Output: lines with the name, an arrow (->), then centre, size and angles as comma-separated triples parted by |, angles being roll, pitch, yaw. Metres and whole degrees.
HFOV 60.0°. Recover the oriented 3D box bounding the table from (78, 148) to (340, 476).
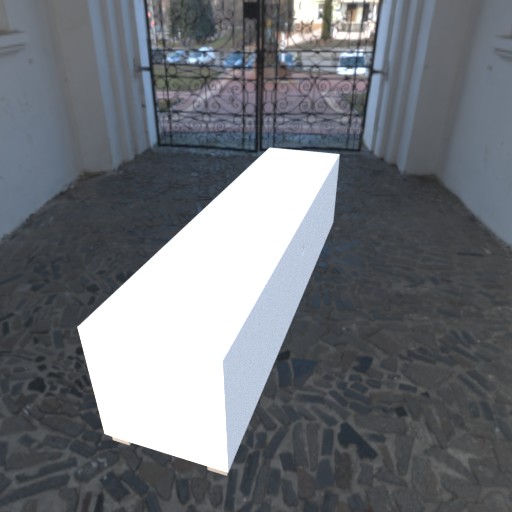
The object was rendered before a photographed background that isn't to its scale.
table -> 0.000, 0.000, 1.834 | 0.390, 0.420, 1.650 | 9, 31, 16
